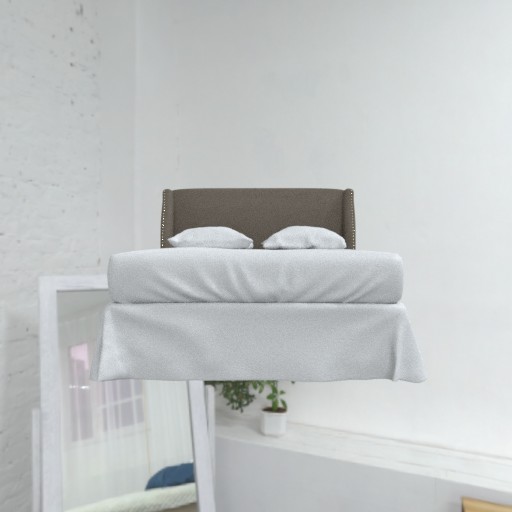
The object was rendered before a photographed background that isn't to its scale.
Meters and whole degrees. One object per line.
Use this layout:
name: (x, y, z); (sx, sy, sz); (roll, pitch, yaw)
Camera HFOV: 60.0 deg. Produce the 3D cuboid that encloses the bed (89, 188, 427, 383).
bed: (0.000, 0.000, 3.429); (1.925, 1.332, 2.276); (0, 1, 1)
